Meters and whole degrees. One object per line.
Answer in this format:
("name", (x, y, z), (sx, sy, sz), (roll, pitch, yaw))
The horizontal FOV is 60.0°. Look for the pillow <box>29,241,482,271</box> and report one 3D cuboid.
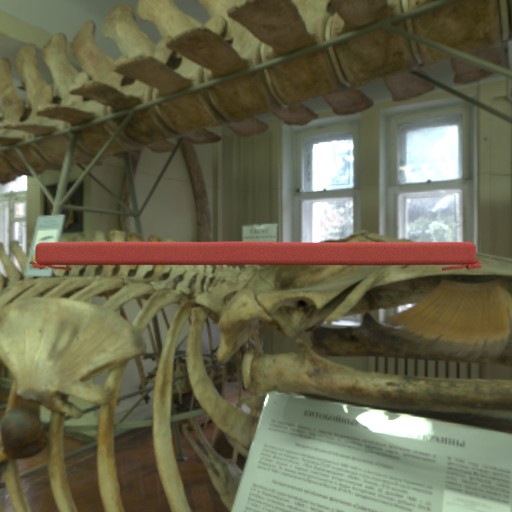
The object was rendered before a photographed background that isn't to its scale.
("pillow", (0.000, 0.000, 1.344), (1.187, 0.081, 0.492), (0, 0, -1))
